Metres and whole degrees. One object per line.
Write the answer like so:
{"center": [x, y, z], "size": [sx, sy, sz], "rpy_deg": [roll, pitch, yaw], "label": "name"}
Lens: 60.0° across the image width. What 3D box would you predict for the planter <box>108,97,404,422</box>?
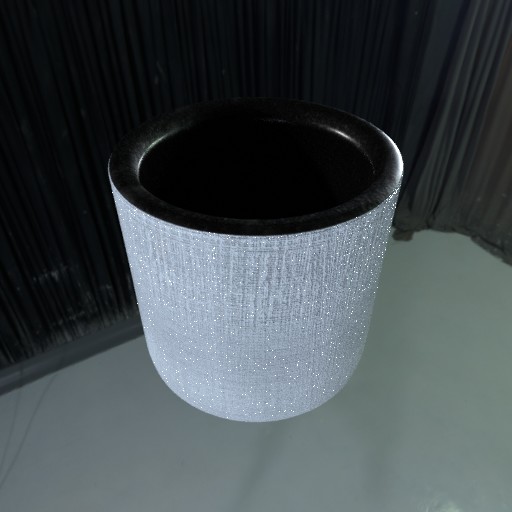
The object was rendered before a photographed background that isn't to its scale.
{"center": [0.000, 0.000, 0.291], "size": [0.160, 0.156, 0.160], "rpy_deg": [0, 40, 0], "label": "planter"}
